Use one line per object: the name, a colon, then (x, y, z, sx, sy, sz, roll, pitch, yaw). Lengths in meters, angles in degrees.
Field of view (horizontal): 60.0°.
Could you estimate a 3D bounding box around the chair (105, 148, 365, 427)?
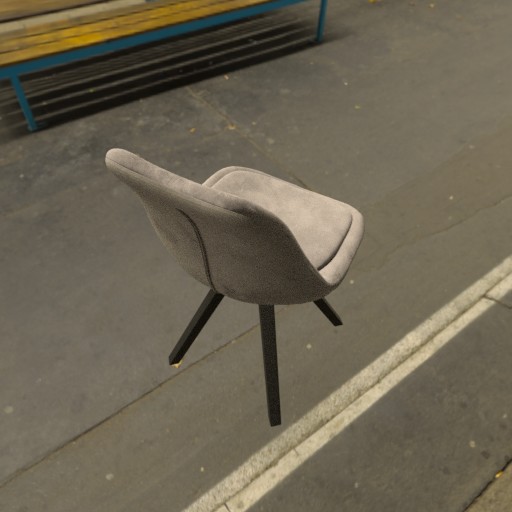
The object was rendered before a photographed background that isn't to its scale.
chair: (0.000, 0.000, 1.165, 0.485, 0.850, 0.550, 25, 52, 21)
